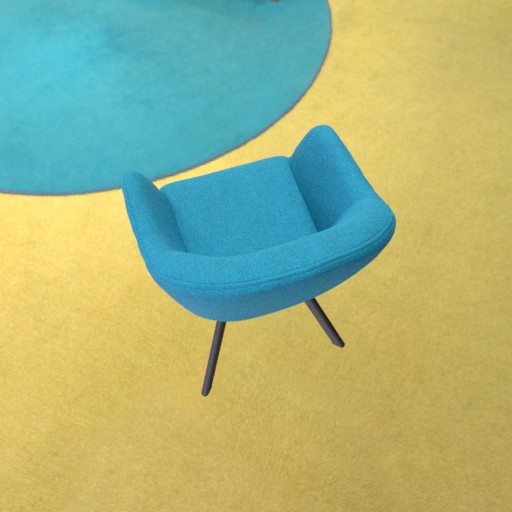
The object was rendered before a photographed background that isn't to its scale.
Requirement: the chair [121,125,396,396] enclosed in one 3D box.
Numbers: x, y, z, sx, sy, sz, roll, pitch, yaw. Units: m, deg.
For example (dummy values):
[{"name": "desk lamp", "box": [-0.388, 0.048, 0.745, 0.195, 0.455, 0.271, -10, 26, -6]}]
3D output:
[{"name": "chair", "box": [0.000, 0.000, 1.166, 0.545, 0.775, 0.565, -17, 60, -10]}]
